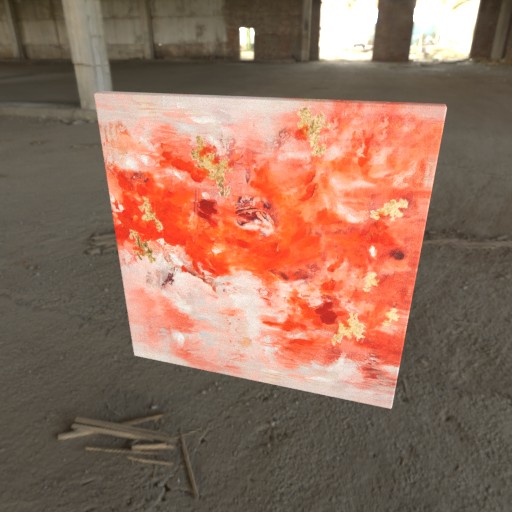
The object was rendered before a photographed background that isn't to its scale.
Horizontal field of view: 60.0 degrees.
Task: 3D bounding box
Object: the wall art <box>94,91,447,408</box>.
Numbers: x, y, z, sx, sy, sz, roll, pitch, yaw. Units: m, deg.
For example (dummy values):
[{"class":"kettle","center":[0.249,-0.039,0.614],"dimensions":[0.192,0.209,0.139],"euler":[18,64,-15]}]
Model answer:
[{"class":"wall art","center":[0.000,0.000,1.097],"dimensions":[0.747,0.746,0.064],"euler":[8,27,15]}]
